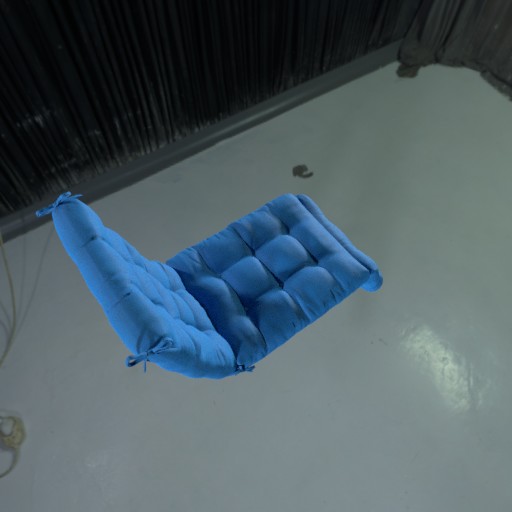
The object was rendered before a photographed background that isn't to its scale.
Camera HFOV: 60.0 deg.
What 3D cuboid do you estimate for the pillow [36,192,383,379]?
[{"bbox_3d":[0.000,0.000,1.500,1.016,0.863,0.526,-32,65,-17],"label":"pillow"}]
